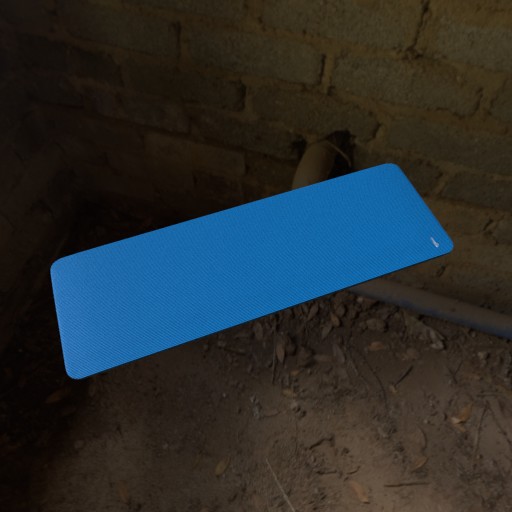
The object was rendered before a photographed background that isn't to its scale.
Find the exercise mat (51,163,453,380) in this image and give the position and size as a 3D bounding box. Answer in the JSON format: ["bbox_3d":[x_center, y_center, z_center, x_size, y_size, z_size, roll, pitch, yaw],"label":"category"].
[{"bbox_3d":[0.000,0.000,2.127,1.869,0.021,0.616,-17,60,-11],"label":"exercise mat"}]
